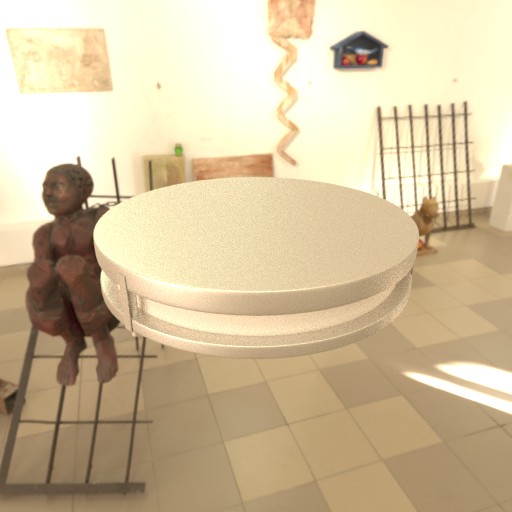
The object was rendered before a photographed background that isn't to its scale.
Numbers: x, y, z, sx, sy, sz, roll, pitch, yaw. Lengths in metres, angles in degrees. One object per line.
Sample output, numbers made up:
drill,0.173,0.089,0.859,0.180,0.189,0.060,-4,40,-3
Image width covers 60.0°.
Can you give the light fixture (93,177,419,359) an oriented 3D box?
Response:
light fixture,0.000,0.000,0.529,0.356,0.102,0.356,0,25,0
